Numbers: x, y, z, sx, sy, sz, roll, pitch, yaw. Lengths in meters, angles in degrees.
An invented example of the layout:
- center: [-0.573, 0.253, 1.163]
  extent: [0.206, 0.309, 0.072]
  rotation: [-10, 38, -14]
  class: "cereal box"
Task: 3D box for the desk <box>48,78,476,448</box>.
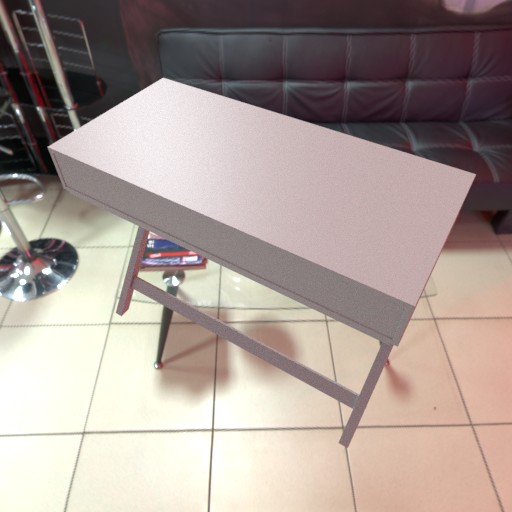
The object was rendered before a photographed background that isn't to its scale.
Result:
- center: [0.000, 0.000, 1.495]
  extent: [1.057, 0.780, 0.525]
  rotation: [24, 51, 21]
  class: "desk"
